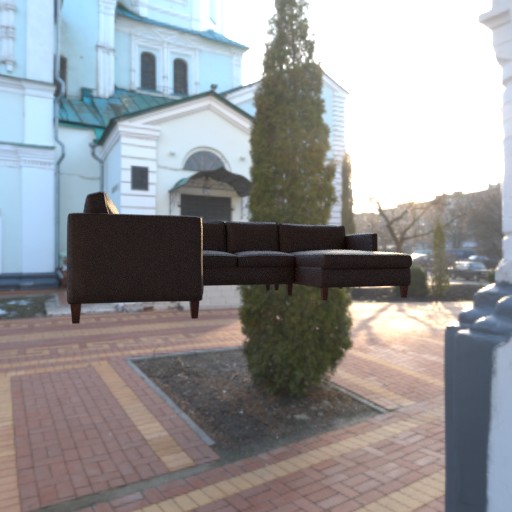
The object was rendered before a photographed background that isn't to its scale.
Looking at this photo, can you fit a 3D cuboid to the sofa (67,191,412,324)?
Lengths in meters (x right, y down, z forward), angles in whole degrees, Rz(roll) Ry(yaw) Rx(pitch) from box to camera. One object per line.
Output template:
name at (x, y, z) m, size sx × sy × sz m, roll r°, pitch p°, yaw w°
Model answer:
sofa at (0.000, 0.000, 4.668) m, size 3.460 × 0.923 × 2.593 m, roll 0°, pitch 0°, yaw -17°
